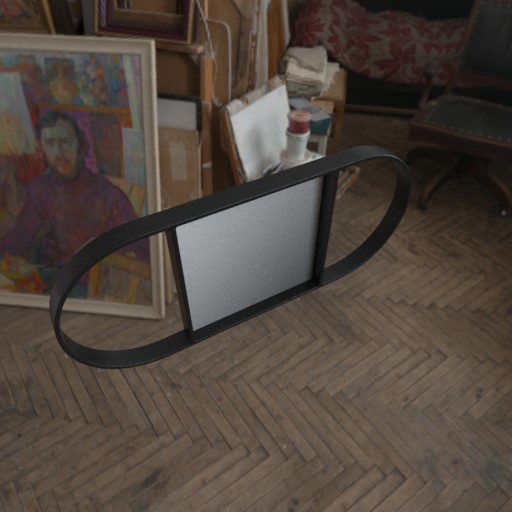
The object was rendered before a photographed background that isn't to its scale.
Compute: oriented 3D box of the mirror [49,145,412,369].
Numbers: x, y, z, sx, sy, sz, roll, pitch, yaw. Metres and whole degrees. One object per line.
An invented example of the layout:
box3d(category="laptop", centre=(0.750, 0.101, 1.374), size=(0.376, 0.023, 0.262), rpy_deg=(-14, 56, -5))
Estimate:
box3d(category="mirror", centre=(0.000, 0.000, 0.666), size=(0.584, 0.254, 0.032), rpy_deg=(-22, 49, -20))
